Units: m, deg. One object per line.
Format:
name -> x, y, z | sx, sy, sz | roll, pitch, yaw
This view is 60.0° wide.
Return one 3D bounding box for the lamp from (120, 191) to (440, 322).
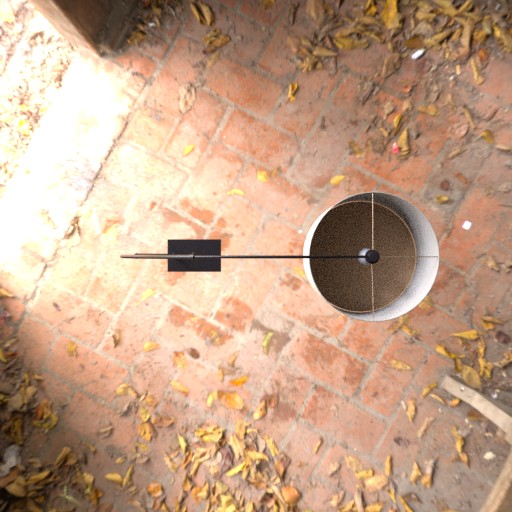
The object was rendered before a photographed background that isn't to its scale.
lamp -> 0.000, 0.000, 2.529 | 1.424, 1.927, 0.493 | 0, 90, 1
